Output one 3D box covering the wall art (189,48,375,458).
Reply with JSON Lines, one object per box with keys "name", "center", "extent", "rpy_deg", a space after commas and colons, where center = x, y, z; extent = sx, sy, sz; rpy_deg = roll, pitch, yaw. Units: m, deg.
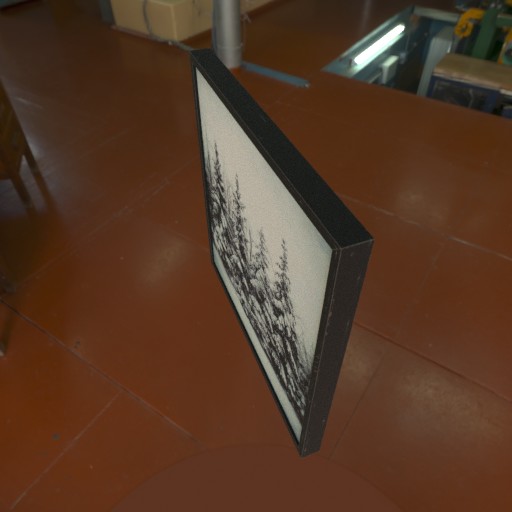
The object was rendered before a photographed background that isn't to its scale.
{"name": "wall art", "center": [0.000, 0.000, 0.753], "extent": [0.036, 0.506, 0.506], "rpy_deg": [-16, 47, -15]}
